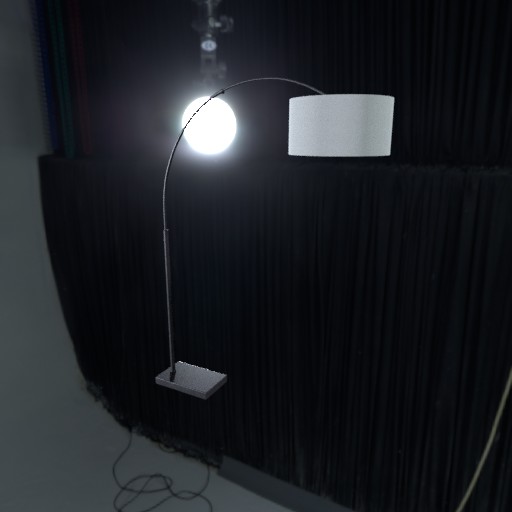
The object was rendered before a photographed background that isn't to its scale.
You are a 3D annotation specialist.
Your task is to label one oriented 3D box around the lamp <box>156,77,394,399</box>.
[{"bbox_3d":[0.000,0.000,2.568,1.424,1.927,0.493,8,17,27],"label":"lamp"}]
